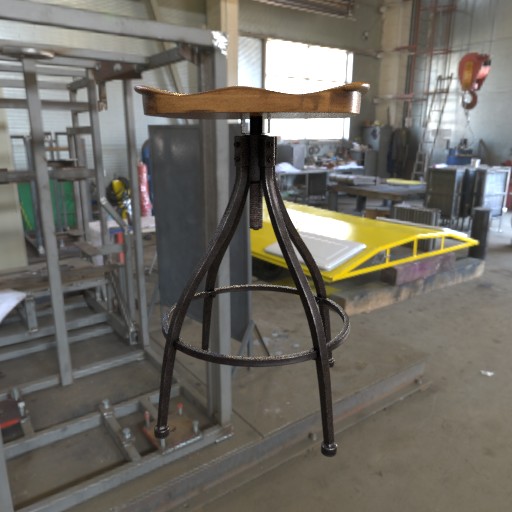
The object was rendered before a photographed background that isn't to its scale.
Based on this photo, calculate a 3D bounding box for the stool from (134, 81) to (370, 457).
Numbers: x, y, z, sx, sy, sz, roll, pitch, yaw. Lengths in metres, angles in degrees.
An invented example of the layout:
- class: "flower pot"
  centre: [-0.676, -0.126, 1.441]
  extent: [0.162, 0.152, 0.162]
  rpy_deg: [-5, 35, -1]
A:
- class: "stool"
  centre: [0.000, 0.000, 0.973]
  extent: [0.432, 0.694, 0.424]
  rpy_deg: [2, 16, 8]
